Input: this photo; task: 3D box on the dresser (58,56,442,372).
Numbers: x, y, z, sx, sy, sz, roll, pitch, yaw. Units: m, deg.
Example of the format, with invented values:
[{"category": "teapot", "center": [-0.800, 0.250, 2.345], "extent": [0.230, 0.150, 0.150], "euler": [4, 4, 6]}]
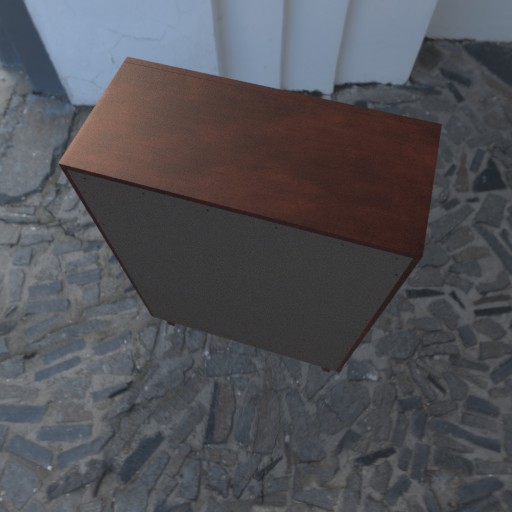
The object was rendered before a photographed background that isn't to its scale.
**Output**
[{"category": "dresser", "center": [0.000, 0.000, 2.024], "extent": [1.072, 1.514, 0.506], "euler": [15, 64, 8]}]
